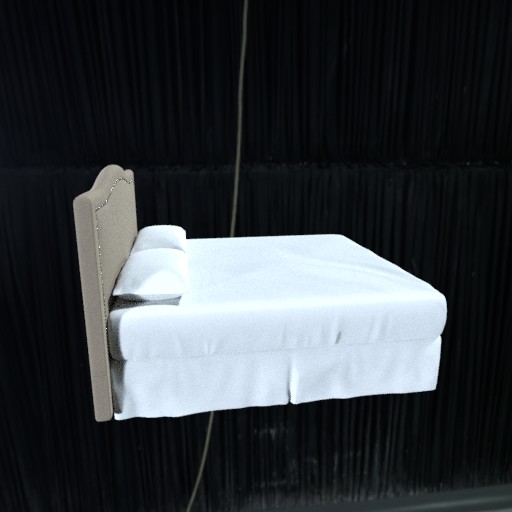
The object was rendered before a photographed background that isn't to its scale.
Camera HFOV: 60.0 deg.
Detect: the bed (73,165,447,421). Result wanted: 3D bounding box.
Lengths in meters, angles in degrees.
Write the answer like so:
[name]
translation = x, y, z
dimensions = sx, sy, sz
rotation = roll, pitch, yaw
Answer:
[bed]
translation = 0.000, 0.000, 3.485
dimensions = 2.182, 1.421, 2.083
rotation = -2, 15, -9
